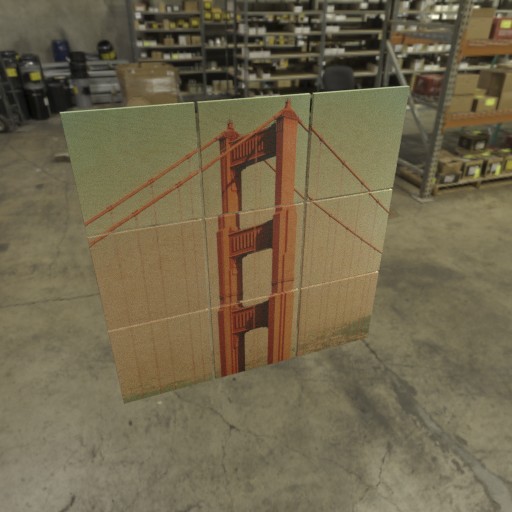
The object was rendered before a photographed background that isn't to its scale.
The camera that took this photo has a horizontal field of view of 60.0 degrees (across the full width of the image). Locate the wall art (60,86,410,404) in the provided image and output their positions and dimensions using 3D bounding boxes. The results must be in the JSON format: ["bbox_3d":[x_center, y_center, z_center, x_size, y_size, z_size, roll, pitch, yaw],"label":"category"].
[{"bbox_3d":[0.000,0.000,1.778,1.214,1.219,0.013,-11,32,-17],"label":"wall art"}]
